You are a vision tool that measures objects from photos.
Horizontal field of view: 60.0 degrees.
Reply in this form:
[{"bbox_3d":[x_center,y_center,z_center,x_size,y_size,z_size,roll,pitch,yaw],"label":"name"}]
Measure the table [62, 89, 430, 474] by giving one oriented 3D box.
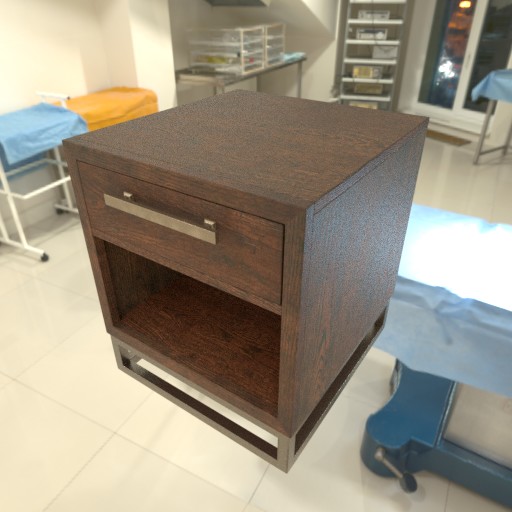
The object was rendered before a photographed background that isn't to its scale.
[{"bbox_3d":[0.000,0.000,1.016,0.506,0.582,0.566,20,37,29],"label":"table"}]
